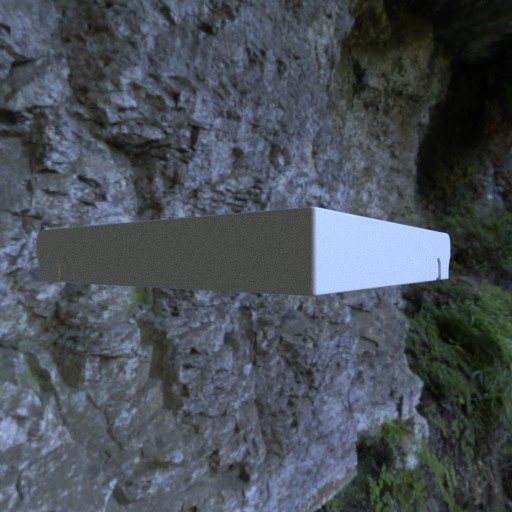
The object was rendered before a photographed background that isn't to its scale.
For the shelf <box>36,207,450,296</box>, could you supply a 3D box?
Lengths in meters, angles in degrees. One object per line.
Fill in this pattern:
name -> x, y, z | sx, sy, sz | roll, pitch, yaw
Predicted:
shelf -> 0.000, 0.000, 0.462 | 0.310, 0.050, 0.310 | -1, -1, 36
